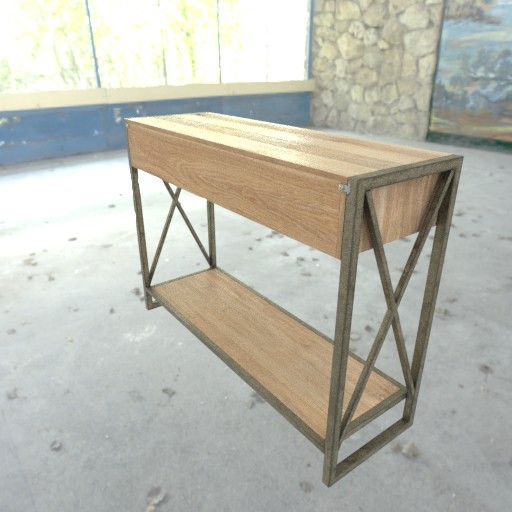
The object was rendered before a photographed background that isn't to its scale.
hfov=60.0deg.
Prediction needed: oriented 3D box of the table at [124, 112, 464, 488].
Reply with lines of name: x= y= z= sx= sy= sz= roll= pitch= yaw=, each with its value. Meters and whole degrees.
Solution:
table: x=0.000 y=0.000 z=1.405 sx=0.361 sy=0.763 sz=1.059 roll=-17 pitch=29 yaw=-33
